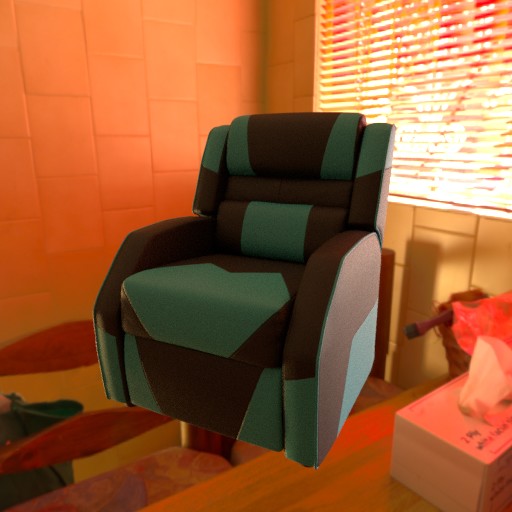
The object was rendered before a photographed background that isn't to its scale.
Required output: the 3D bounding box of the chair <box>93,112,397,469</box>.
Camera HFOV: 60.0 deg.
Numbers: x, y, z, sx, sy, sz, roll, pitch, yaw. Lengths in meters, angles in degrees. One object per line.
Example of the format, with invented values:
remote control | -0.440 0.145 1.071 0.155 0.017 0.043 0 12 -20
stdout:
chair | 0.000 0.000 1.256 0.620 0.805 0.672 7 16 26
